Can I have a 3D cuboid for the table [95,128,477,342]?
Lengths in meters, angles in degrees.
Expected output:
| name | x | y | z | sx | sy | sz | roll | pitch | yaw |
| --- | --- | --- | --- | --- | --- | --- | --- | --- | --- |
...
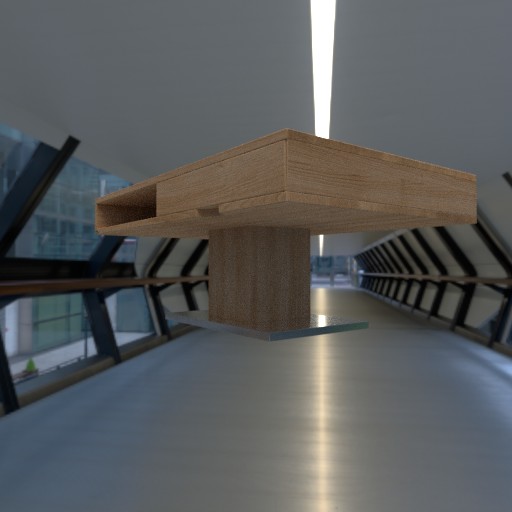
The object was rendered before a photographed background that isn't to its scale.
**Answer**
| name | x | y | z | sx | sy | sz | roll | pitch | yaw |
| --- | --- | --- | --- | --- | --- | --- | --- | --- | --- |
| table | 0.000 | 0.000 | 1.451 | 0.700 | 0.440 | 1.100 | 1 | -1 | -37 |
